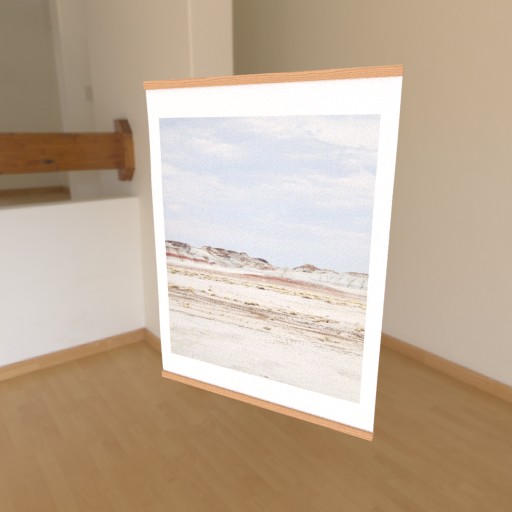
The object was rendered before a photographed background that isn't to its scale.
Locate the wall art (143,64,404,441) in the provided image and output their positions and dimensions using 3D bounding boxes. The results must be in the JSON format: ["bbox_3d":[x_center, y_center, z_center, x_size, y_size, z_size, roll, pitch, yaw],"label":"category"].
[{"bbox_3d":[0.000,0.000,0.794,0.458,0.605,0.011,8,18,26],"label":"wall art"}]
